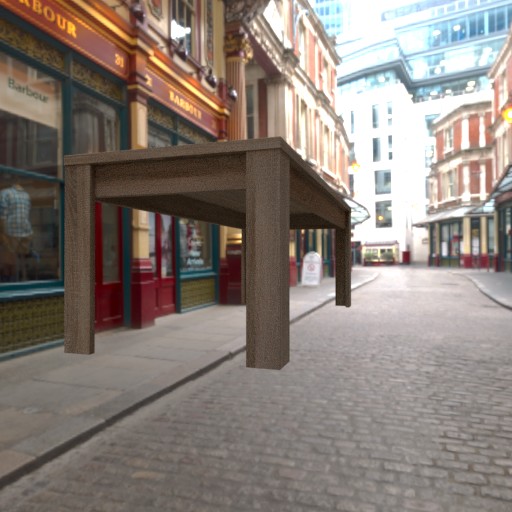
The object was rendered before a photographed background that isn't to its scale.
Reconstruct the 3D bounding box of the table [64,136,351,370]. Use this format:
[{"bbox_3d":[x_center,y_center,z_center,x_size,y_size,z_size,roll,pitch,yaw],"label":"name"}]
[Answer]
[{"bbox_3d":[0.000,0.000,2.680,0.900,0.790,2.200,0,-1,18],"label":"table"}]
